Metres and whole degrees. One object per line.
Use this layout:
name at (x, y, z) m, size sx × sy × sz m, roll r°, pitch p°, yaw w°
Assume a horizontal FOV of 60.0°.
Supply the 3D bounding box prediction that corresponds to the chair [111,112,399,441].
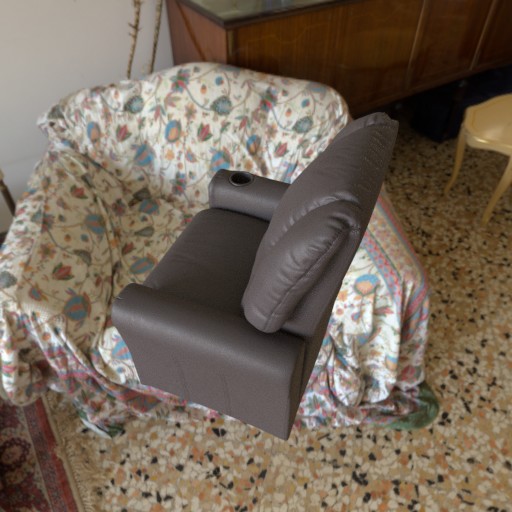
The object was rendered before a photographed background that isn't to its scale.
chair at (0.000, 0.000, 1.121) m, size 0.521 × 0.709 × 0.610 m, roll 16°, pitch 47°, yaw 15°
